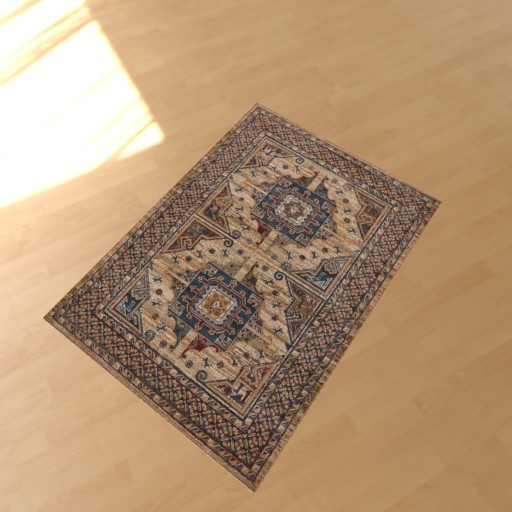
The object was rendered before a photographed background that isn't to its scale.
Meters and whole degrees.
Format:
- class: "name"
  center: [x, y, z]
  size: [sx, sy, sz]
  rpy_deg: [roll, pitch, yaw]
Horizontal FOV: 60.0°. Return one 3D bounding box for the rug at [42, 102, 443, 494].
- class: "rug"
  center: [0.000, 0.000, 2.900]
  size: [1.611, 0.008, 2.227]
  rpy_deg: [33, 68, 16]
